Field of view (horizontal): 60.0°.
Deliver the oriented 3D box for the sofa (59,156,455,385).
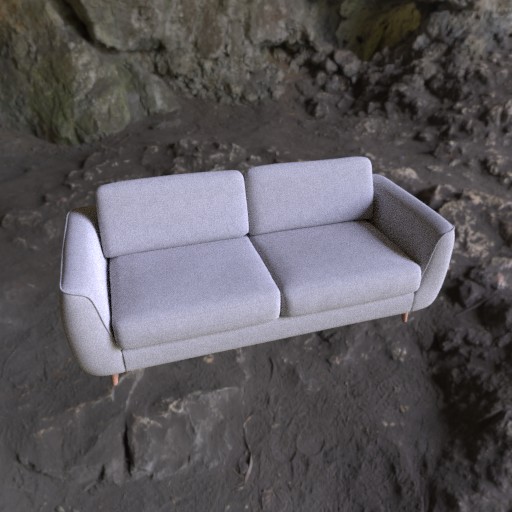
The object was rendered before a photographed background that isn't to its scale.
[{"bbox_3d":[0.000,0.000,2.502,2.000,0.850,0.920,-9,33,-14],"label":"sofa"}]
